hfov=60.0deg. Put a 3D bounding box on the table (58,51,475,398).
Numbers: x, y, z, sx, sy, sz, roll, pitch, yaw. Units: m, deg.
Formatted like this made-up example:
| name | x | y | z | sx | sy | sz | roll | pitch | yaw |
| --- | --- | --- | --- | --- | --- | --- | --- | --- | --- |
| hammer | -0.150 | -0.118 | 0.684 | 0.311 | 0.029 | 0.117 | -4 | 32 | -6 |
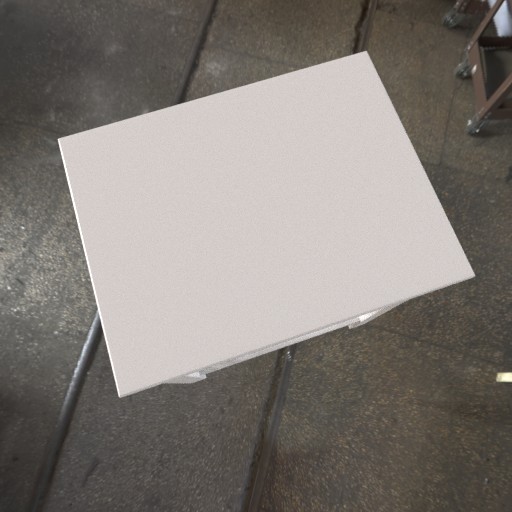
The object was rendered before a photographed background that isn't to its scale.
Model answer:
| name | x | y | z | sx | sy | sz | roll | pitch | yaw |
| --- | --- | --- | --- | --- | --- | --- | --- | --- | --- |
| table | 0.000 | 0.000 | 1.025 | 0.564 | 0.646 | 0.451 | -18 | 75 | -5 |
